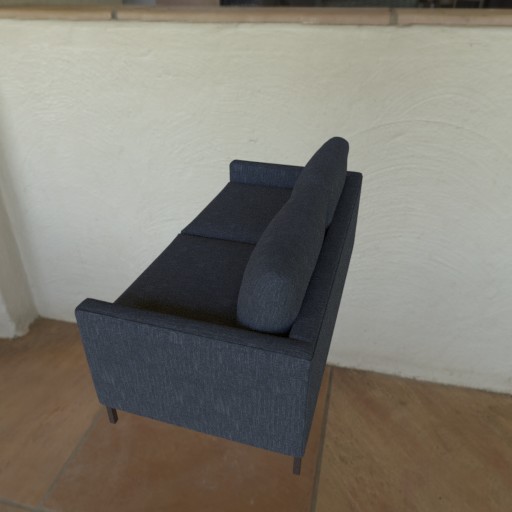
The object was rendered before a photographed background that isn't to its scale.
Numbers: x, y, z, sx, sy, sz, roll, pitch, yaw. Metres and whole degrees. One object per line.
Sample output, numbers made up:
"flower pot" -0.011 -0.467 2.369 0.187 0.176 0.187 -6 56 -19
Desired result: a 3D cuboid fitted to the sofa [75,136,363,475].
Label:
"sofa" 0.000 0.000 2.232 0.866 0.862 1.716 9 32 15
